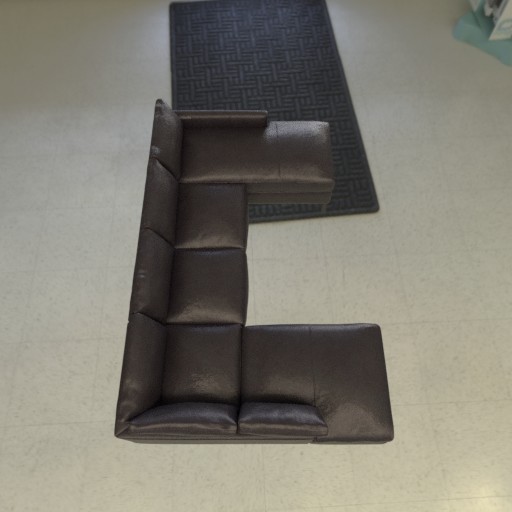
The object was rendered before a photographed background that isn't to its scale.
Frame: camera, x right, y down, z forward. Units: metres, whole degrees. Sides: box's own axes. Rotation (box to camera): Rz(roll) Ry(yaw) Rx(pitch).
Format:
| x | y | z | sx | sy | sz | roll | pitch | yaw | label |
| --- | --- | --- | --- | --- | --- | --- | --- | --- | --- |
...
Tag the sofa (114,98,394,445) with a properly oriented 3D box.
| x | y | z | sx | sy | sz | roll | pitch | yaw | label |
| --- | --- | --- | --- | --- | --- | --- | --- | --- | --- |
| 0.000 | 0.000 | 3.783 | 1.939 | 0.900 | 2.956 | 0 | 64 | 0 | sofa |
